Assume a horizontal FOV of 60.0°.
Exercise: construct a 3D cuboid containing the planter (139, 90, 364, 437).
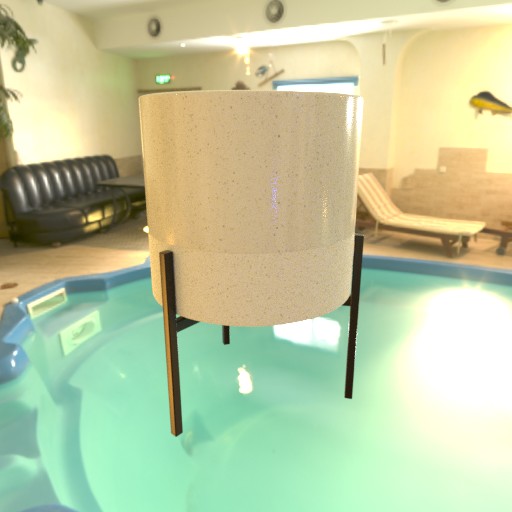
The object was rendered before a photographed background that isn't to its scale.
[{"bbox_3d":[0.000,0.000,0.341,0.159,0.230,0.152,3,17,11],"label":"planter"}]
